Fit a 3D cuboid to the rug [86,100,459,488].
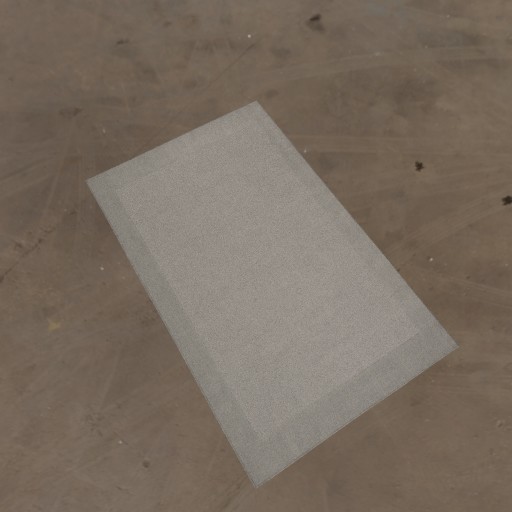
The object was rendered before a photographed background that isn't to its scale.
[{"bbox_3d":[0.000,0.000,3.084,1.524,0.014,2.438,-29,68,-13],"label":"rug"}]
